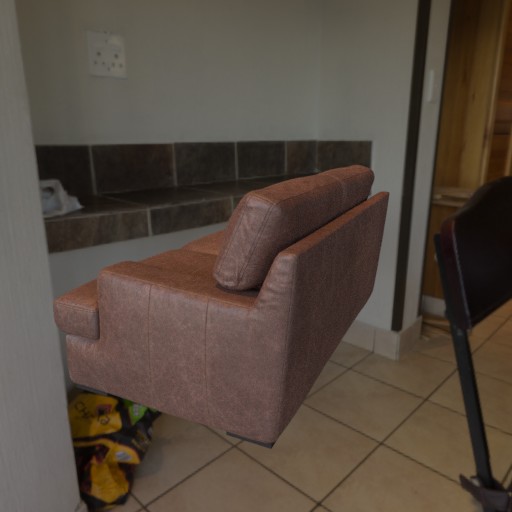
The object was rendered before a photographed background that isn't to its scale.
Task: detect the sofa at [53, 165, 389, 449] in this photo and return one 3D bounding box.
[{"bbox_3d":[0.000,0.000,2.476,1.143,0.939,1.880,7,17,24],"label":"sofa"}]
